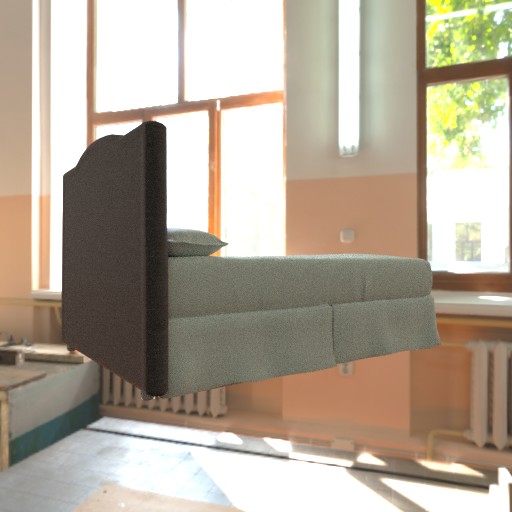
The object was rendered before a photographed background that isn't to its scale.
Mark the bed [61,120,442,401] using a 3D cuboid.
[{"bbox_3d":[0.000,0.000,3.493,2.507,1.441,1.741,0,-1,-36],"label":"bed"}]
